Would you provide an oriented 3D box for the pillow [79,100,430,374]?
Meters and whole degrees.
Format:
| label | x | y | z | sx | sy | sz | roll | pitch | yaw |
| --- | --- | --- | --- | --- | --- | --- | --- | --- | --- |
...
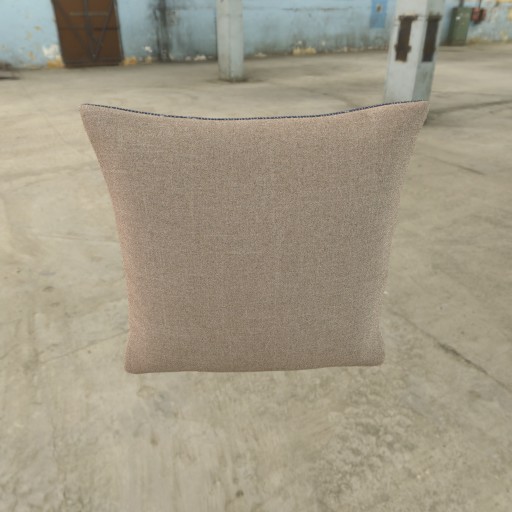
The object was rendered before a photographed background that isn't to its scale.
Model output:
| label | x | y | z | sx | sy | sz | roll | pitch | yaw |
| --- | --- | --- | --- | --- | --- | --- | --- | --- | --- |
| pillow | 0.000 | 0.000 | 0.642 | 0.435 | 0.428 | 0.148 | -1 | 28 | -2 |
